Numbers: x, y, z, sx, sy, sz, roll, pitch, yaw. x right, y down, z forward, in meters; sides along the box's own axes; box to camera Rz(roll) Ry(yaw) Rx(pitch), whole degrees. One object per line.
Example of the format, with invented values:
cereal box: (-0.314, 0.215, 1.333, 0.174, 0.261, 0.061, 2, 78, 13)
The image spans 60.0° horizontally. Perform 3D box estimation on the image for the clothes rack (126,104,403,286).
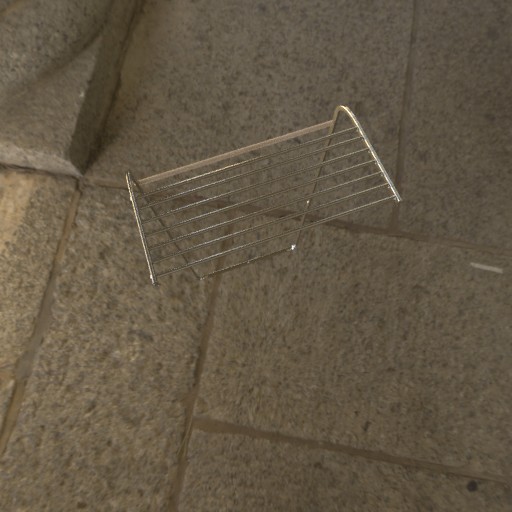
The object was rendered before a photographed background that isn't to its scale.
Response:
clothes rack: (0.000, 0.000, 1.811, 0.609, 1.574, 0.349, -18, 76, -5)
